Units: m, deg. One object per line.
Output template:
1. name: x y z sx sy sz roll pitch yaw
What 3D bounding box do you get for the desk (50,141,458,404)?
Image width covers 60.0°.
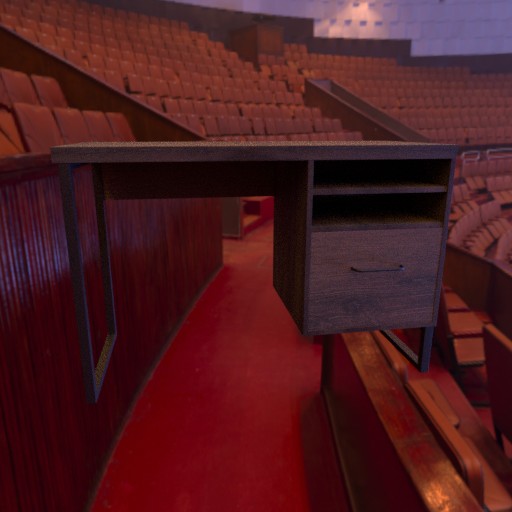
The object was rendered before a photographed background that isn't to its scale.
1. desk: 0.000 0.000 1.526 1.134 0.752 0.511 -3 16 -9
